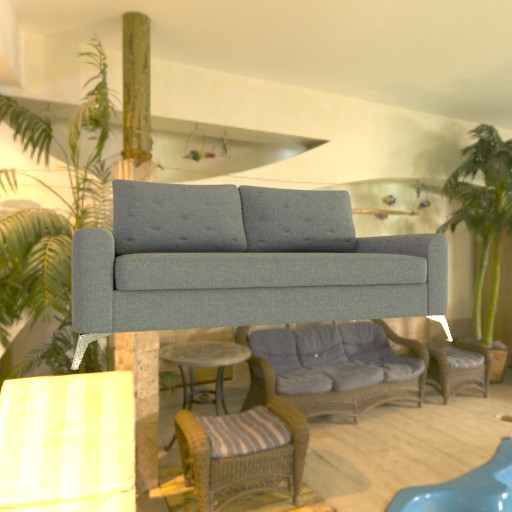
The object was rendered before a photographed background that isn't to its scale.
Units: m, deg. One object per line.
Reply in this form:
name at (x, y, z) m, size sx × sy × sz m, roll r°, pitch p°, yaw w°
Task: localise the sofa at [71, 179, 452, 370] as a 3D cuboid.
sofa at (0.000, 0.000, 2.206) m, size 1.650 × 0.790 × 0.920 m, roll 0°, pitch 0°, yaw -18°
